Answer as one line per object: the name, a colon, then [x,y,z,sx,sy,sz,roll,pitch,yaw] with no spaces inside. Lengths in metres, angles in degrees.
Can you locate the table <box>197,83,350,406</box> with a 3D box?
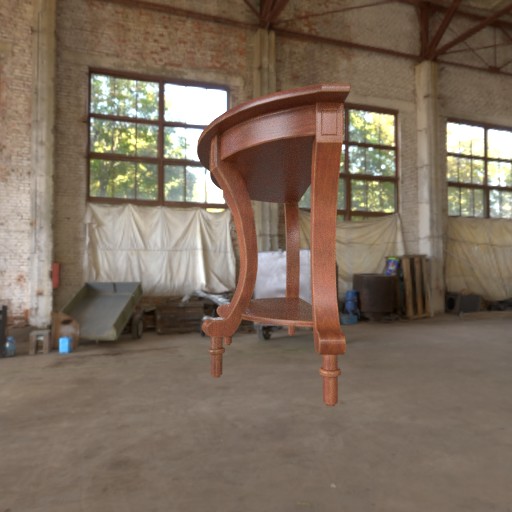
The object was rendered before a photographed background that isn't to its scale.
table: [0.000,0.000,1.526,0.394,0.699,1.198,0,-2,0]
